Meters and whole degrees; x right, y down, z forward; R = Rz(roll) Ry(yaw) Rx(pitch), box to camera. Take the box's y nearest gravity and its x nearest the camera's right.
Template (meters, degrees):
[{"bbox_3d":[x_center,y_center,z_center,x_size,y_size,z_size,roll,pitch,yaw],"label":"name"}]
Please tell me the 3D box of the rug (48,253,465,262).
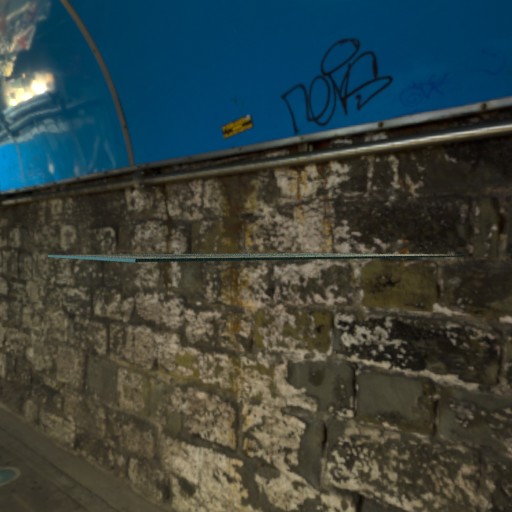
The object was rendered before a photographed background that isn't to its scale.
[{"bbox_3d":[0.000,0.000,2.897,2.213,0.013,1.594,-1,1,-35],"label":"rug"}]
